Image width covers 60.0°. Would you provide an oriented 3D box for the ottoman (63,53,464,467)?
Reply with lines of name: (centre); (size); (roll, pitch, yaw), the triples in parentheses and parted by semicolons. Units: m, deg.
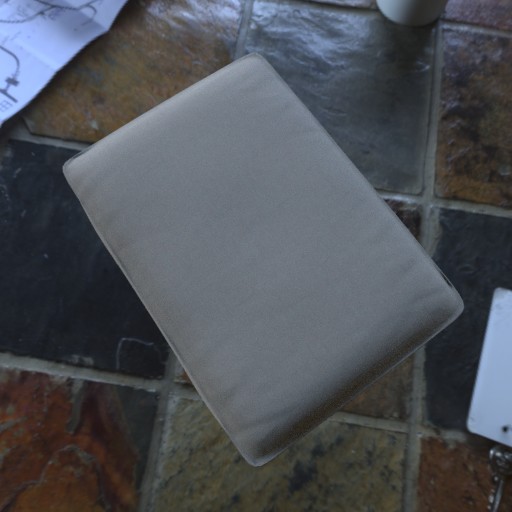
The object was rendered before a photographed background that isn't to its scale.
ottoman: (0.000, 0.000, 1.202); (0.611, 0.482, 0.848); (-34, 78, -8)
